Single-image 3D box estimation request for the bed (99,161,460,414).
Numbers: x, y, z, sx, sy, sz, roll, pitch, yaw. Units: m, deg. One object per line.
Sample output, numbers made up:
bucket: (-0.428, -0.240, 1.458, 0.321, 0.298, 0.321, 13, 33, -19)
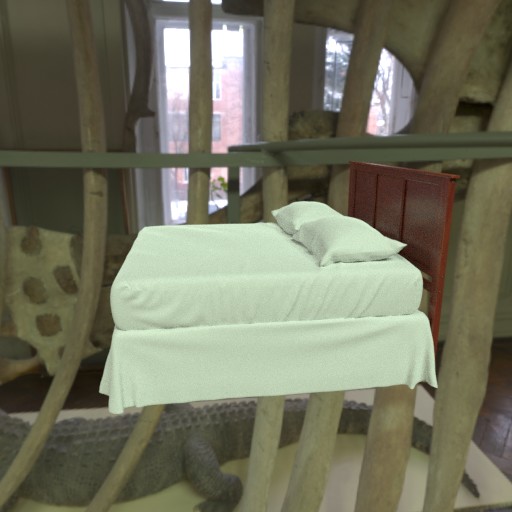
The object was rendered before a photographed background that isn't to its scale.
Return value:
bed: (0.000, 0.000, 3.244, 2.050, 1.270, 1.870, -2, 15, -8)
